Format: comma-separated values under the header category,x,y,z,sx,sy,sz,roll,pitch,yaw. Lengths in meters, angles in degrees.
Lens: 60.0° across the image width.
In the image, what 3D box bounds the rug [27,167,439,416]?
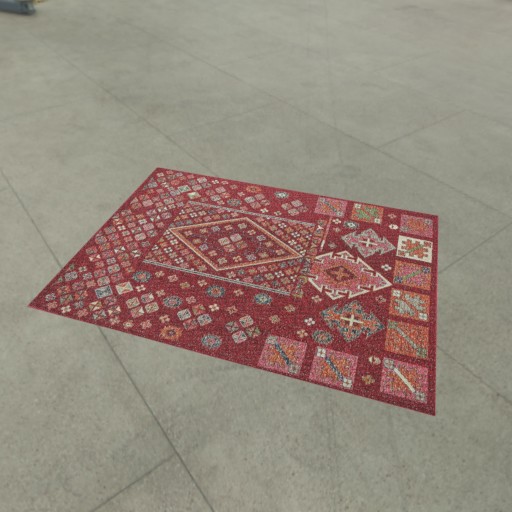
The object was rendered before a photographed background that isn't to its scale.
category,x,y,z,sx,sy,sz,roll,pitch,yaw
rug,0.000,0.000,2.791,2.184,0.007,1.579,12,43,13
